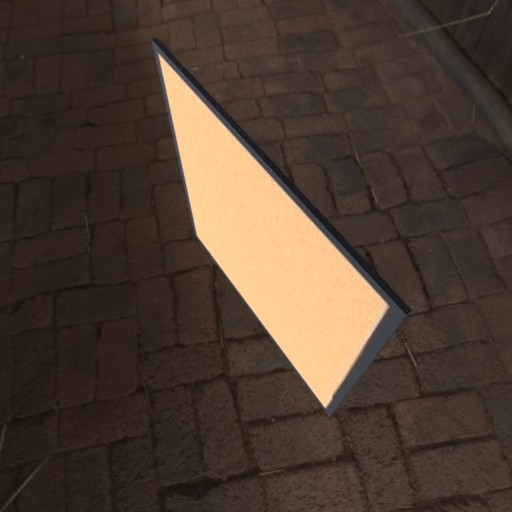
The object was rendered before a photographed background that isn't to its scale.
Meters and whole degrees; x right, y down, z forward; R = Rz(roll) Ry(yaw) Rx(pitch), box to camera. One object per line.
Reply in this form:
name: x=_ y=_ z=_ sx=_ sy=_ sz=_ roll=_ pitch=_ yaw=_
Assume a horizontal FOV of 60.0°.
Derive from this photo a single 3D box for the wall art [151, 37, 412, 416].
wall art: x=0.000 y=0.000 z=1.203 sx=0.013 sy=0.823 sz=0.823 roll=-31 pitch=65 yaw=-17
